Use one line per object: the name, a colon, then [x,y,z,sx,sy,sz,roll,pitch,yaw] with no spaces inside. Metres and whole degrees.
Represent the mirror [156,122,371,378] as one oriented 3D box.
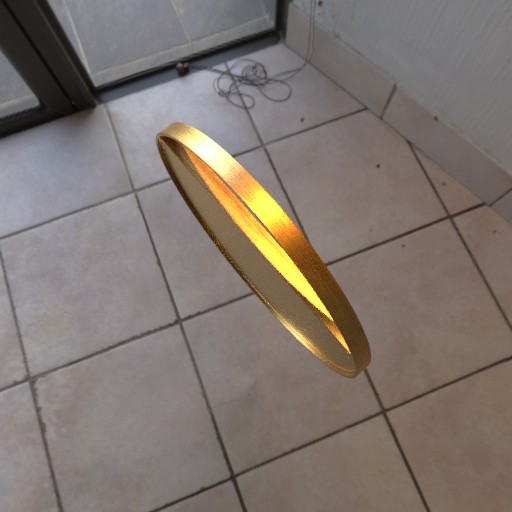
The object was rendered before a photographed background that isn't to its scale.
mirror: [0.000,0.000,0.848,0.032,0.565,0.565,-39,78,-10]
